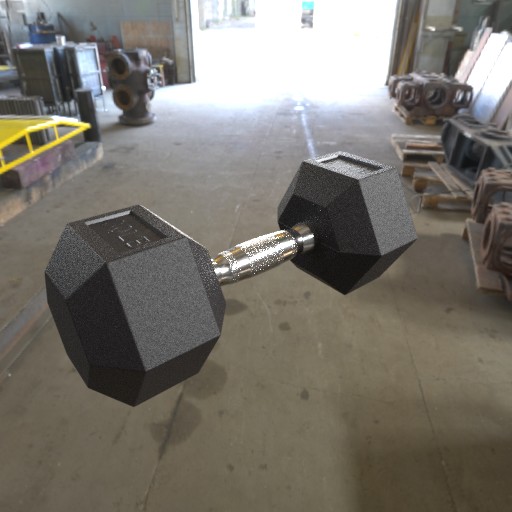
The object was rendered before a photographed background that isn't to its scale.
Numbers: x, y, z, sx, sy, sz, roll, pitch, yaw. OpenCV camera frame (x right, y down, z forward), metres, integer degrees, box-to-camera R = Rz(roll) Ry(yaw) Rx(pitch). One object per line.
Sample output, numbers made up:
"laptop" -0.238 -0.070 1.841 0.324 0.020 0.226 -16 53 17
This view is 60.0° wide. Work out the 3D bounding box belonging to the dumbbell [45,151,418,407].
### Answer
"dumbbell" 0.000 0.000 0.399 0.337 0.123 0.142 -21 36 -33
